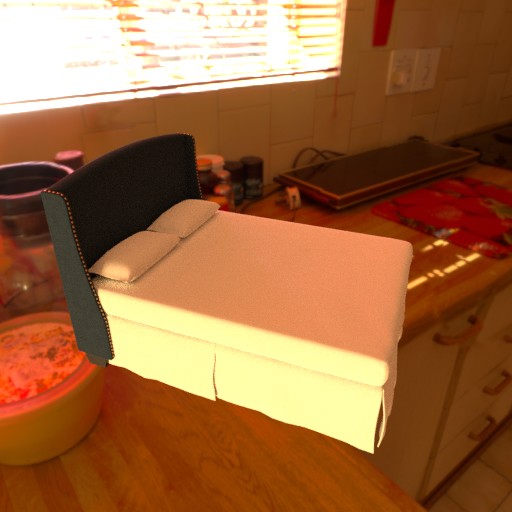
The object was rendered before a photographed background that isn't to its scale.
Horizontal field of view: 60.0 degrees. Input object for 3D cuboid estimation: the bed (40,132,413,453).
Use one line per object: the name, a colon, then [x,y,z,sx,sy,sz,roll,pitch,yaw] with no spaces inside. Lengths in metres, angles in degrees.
bed: [0.000,0.000,3.241,2.223,1.402,1.604,11,31,19]
